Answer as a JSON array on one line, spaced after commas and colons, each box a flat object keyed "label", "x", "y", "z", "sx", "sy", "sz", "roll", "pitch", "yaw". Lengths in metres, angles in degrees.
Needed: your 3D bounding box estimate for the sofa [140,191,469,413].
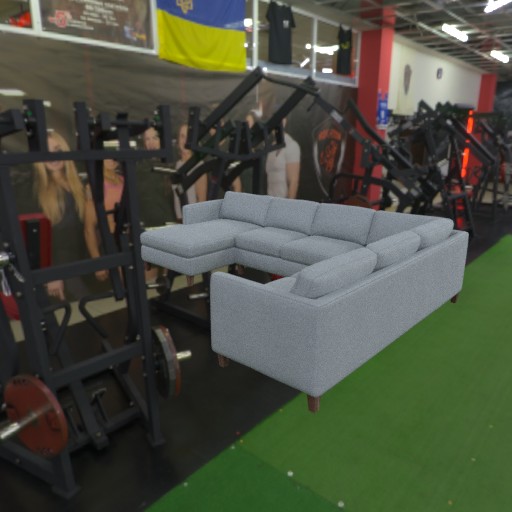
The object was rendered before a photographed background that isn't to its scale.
[{"label": "sofa", "x": 0.000, "y": 0.000, "z": 4.418, "sx": 3.238, "sy": 0.853, "sz": 2.551, "roll": 14, "pitch": 21, "yaw": 40}]
